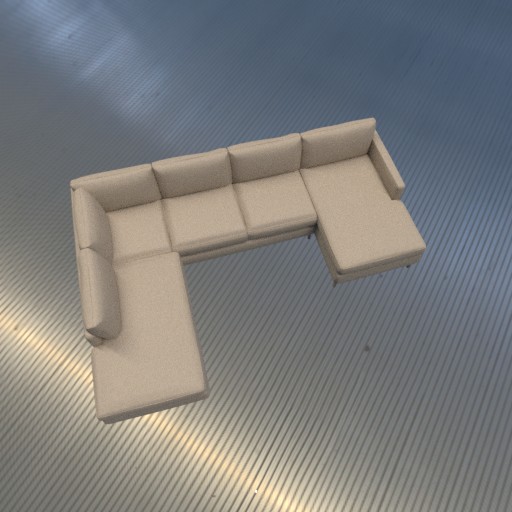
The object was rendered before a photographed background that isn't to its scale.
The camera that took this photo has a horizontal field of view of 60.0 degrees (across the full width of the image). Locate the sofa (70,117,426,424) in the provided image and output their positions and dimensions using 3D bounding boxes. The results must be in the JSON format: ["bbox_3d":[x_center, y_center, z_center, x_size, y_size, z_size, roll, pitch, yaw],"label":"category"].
[{"bbox_3d":[0.000,0.000,3.561,2.737,0.756,1.879,-13,63,-7],"label":"sofa"}]
